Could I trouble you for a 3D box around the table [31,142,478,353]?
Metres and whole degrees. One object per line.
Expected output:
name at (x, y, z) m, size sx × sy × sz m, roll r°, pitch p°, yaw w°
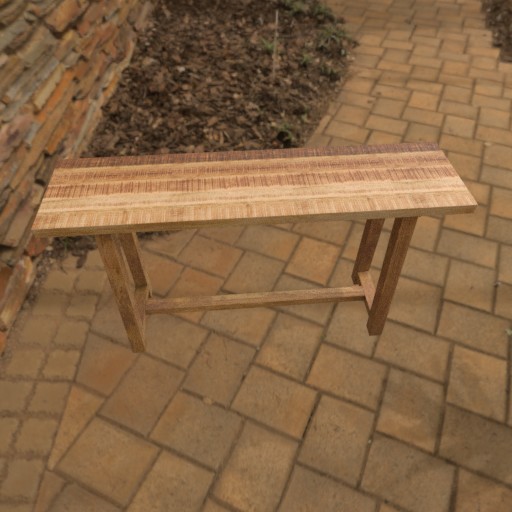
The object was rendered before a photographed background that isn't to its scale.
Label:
table at (0.000, 0.000, 1.938) m, size 1.524 × 0.810 × 0.405 m, roll -3°, pitch 46°, yaw -3°
